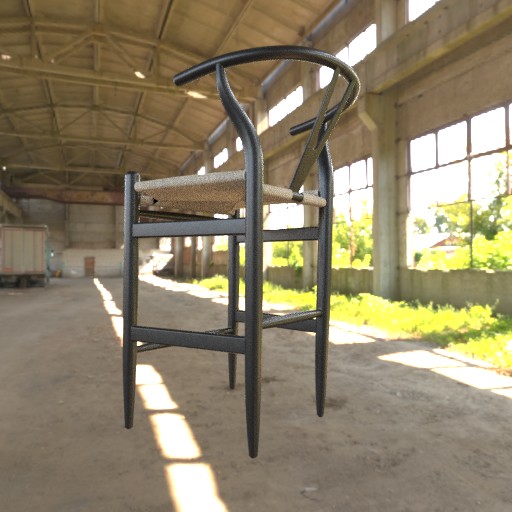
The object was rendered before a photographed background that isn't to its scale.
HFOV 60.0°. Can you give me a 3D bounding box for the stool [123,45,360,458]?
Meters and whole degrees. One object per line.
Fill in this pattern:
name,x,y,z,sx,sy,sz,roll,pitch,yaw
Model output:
stool,0.000,0.000,1.276,0.579,0.970,0.569,0,0,36
